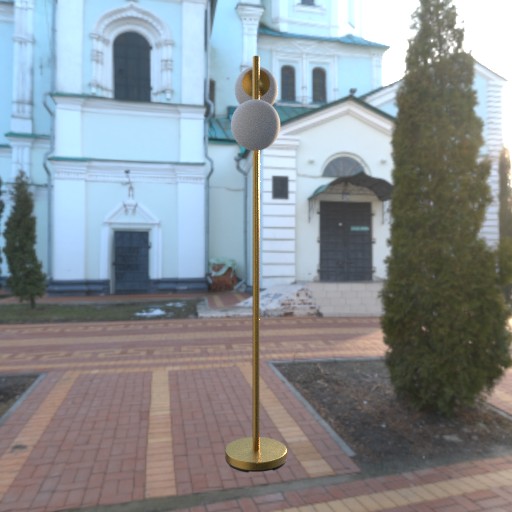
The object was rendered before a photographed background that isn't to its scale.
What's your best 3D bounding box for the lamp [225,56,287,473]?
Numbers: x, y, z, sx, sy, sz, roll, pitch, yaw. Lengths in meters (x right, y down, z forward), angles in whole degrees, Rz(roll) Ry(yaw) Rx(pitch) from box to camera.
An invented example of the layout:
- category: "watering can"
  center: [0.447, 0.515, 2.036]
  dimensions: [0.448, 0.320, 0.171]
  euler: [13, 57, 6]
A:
- category: "lamp"
  center: [0.000, 0.000, 1.806]
  dimensions: [0.249, 1.641, 0.419]
  euler: [0, -1, 0]
